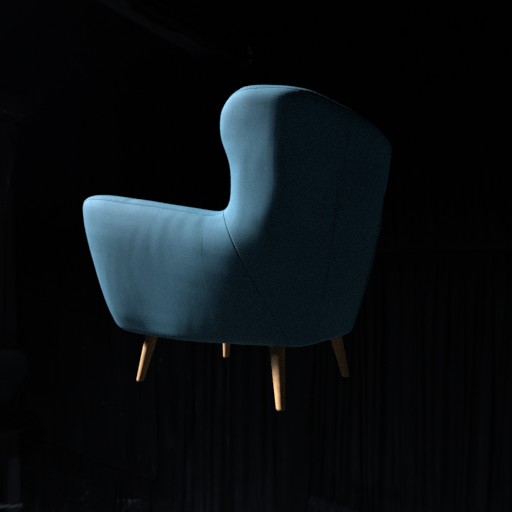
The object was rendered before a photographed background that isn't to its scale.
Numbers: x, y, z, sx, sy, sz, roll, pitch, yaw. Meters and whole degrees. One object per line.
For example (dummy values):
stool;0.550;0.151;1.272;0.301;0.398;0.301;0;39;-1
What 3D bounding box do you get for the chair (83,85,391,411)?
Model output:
chair;0.000;0.000;1.603;0.889;0.889;0.890;-1;-1;35
